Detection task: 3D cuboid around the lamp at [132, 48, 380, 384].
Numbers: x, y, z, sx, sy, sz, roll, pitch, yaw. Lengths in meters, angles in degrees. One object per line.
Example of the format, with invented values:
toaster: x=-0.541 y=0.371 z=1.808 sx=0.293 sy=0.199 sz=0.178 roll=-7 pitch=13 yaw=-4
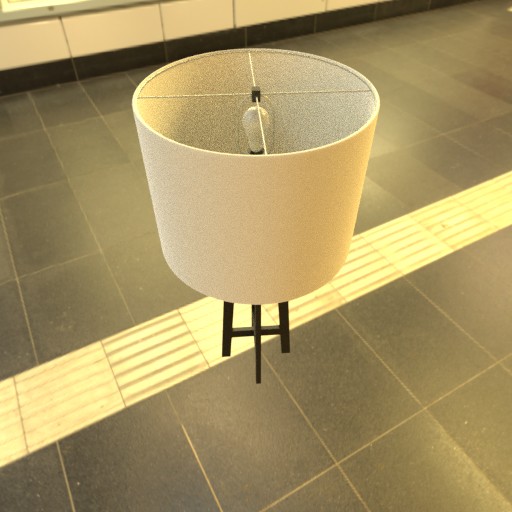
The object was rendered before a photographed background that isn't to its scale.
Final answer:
lamp: x=0.000 y=0.000 z=0.636 sx=0.257 sy=0.489 sz=0.257 roll=31 pitch=52 yaw=28
